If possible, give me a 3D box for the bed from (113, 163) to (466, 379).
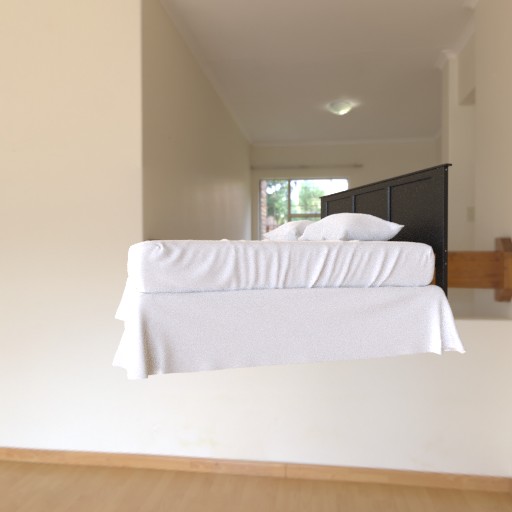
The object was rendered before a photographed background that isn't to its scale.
[{"bbox_3d":[0.000,0.000,3.626,2.219,1.271,2.315,0,1,-17],"label":"bed"}]
